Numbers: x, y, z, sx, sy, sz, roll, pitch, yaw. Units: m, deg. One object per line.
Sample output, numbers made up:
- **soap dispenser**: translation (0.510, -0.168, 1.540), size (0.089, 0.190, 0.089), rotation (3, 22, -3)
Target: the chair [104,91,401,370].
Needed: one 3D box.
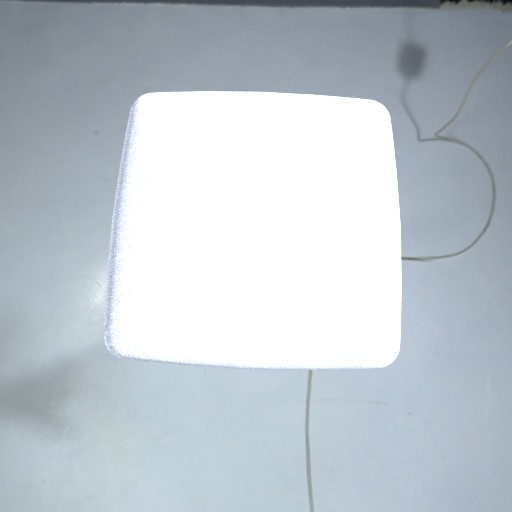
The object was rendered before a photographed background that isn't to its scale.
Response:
- **chair**: translation (0.000, 0.000, 0.709), size (0.350, 0.440, 0.350), rotation (2, 76, 1)
